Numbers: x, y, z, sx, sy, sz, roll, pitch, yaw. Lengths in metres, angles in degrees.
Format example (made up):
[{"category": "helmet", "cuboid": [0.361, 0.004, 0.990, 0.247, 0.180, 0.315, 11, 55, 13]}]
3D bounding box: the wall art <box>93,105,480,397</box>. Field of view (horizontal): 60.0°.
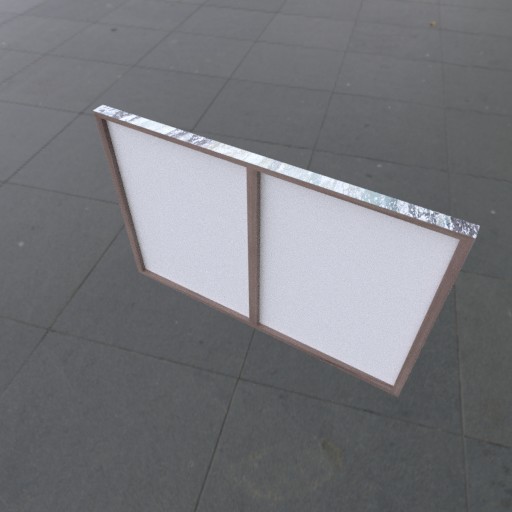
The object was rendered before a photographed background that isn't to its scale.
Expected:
[{"category": "wall art", "cuboid": [0.000, 0.000, 1.169, 0.919, 0.598, 0.038, 23, 50, 21]}]
